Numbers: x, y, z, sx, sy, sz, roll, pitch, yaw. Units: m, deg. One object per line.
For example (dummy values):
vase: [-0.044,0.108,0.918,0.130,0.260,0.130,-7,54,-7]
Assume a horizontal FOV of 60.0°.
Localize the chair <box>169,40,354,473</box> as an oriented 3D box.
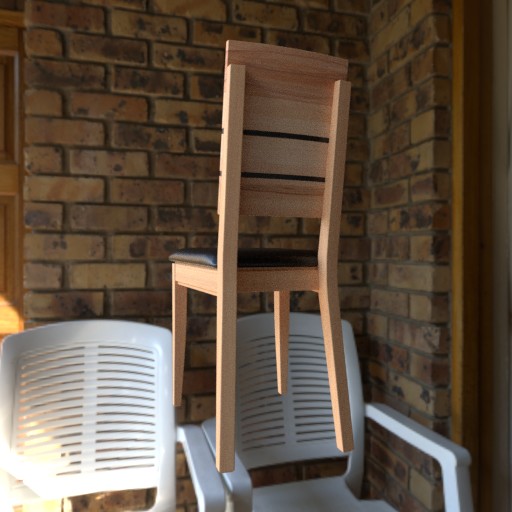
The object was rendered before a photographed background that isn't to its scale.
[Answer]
chair: [0.000,0.000,1.235,0.410,0.940,0.520,0,0,-20]
